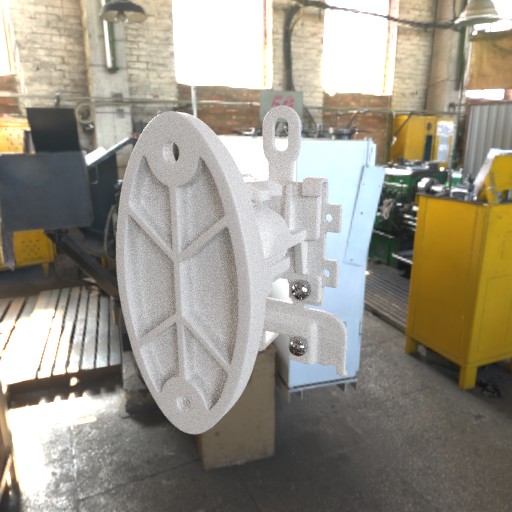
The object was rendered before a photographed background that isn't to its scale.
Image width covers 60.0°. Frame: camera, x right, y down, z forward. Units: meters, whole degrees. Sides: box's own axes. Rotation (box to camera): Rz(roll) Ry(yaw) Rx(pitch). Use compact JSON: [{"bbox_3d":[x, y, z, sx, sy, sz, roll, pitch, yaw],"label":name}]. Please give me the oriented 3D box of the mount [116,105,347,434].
[{"bbox_3d":[0.000,0.000,0.180,0.066,0.118,0.100,8,18,28],"label":"mount"}]
